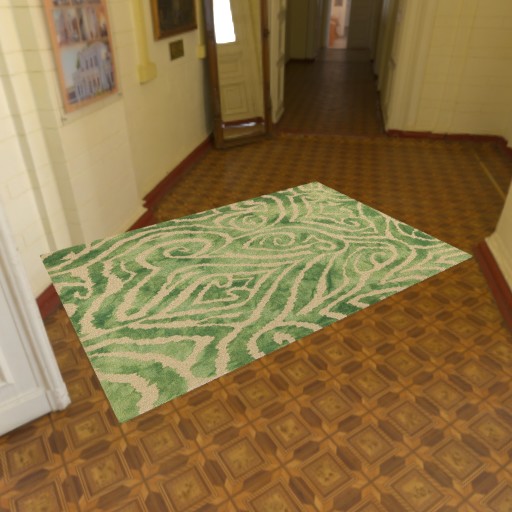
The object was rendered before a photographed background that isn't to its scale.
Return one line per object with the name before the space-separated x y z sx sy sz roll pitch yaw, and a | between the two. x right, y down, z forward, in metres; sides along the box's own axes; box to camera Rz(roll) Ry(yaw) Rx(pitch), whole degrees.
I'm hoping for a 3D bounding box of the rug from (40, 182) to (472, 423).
rug | 0.000 0.000 2.248 1.826 0.006 1.220 -19 36 -28
